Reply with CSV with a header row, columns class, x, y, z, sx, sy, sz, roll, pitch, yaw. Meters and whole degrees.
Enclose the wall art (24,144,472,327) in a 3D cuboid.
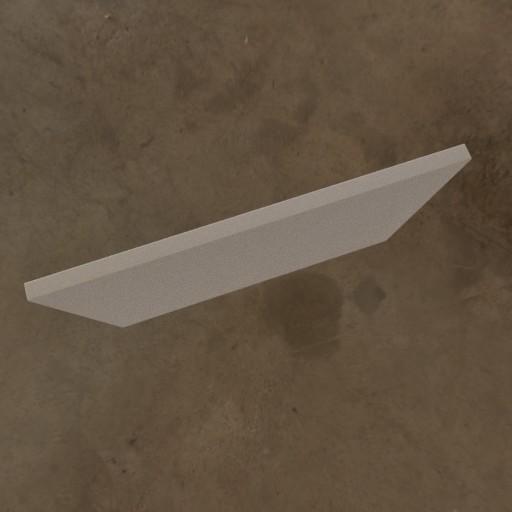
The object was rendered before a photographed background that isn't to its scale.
class,x,y,z,sx,sy,sz,roll,pitch,yaw
wall art,0.000,0.000,1.145,0.898,0.601,0.038,-18,77,-4
